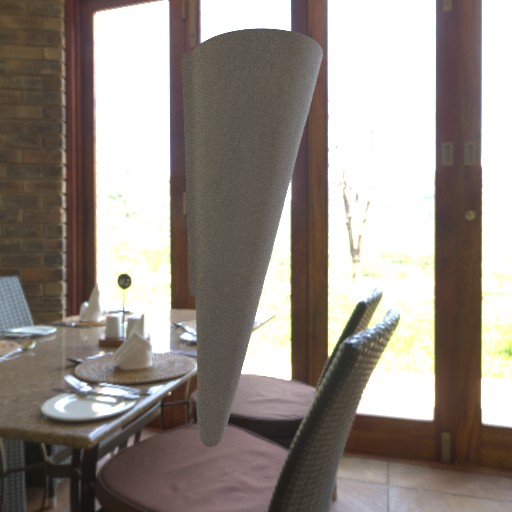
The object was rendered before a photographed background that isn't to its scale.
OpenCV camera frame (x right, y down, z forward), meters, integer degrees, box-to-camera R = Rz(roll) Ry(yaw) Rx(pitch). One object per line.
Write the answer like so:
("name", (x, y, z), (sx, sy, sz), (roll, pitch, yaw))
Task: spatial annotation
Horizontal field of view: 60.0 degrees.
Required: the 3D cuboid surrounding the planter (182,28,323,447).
("planter", (0.000, 0.000, 0.290), (0.087, 0.259, 0.078), (0, 0, 19))
